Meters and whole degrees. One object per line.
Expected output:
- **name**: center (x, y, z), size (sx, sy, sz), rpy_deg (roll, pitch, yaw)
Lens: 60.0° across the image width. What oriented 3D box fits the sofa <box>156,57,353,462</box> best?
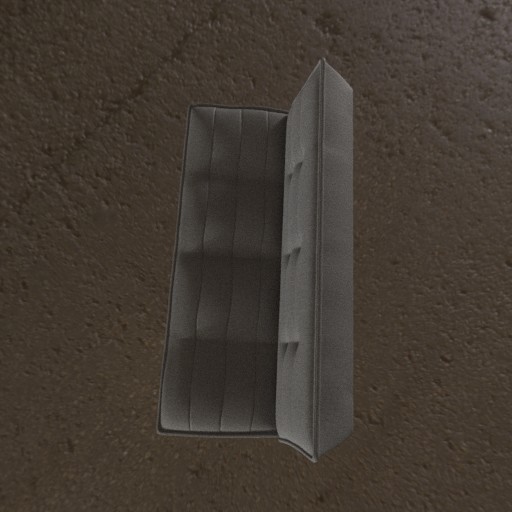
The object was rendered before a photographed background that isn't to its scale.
- **sofa**: center (0.000, 0.000, 2.477), size (0.950, 0.890, 1.940), rpy_deg (3, 76, 1)
